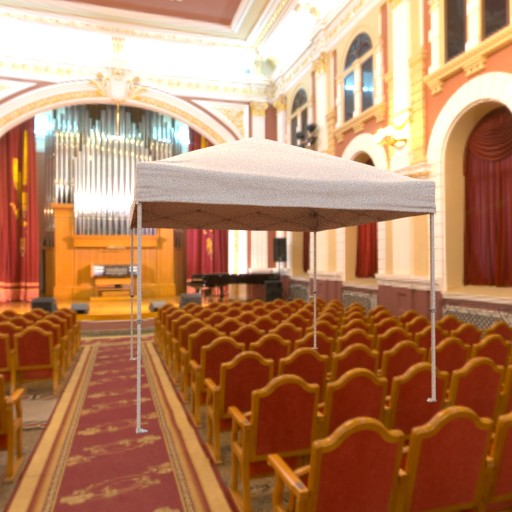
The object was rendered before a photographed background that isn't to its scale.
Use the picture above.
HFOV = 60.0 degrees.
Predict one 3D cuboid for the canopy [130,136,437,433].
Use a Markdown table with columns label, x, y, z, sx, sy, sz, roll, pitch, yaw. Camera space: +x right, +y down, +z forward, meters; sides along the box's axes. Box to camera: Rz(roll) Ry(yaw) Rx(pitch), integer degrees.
| label | x | y | z | sx | sy | sz | roll | pitch | yaw |
| --- | --- | --- | --- | --- | --- | --- | --- | --- | --- |
| canopy | 0.000 | 0.000 | 5.537 | 2.998 | 2.997 | 2.996 | 0 | -1 | -17 |
